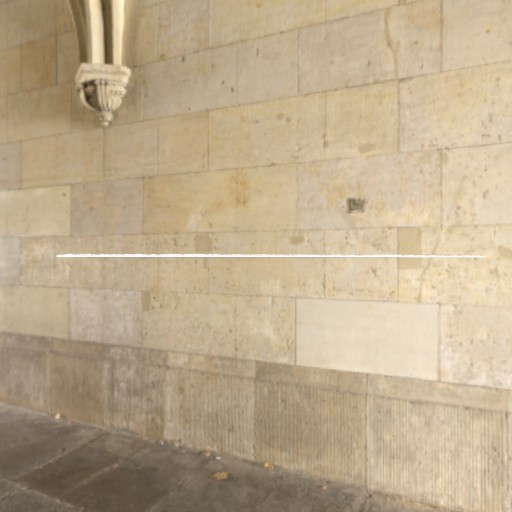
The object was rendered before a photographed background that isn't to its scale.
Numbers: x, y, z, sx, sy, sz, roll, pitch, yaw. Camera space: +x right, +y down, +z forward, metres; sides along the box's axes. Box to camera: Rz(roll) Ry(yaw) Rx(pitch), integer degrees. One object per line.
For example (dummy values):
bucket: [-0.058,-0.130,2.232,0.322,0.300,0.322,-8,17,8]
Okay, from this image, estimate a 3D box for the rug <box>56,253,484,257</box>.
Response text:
rug: [0.000,0.000,4.016,3.063,0.024,2.158,0,0,-17]
